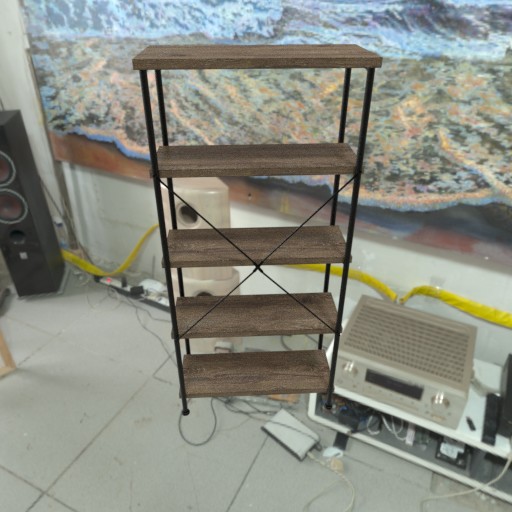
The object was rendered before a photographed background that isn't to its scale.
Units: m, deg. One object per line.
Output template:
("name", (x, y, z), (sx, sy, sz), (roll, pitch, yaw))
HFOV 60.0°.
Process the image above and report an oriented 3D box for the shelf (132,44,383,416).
("shelf", (0.000, 0.000, 2.009), (0.800, 1.700, 0.360), (-2, 32, -3))
